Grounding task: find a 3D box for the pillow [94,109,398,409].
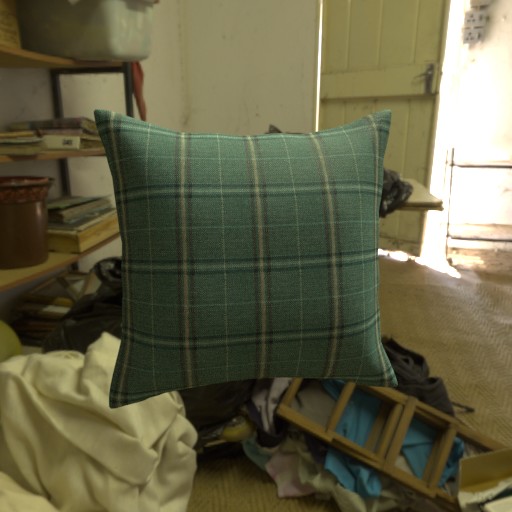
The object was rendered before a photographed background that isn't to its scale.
[{"bbox_3d":[0.000,0.000,0.674,0.453,0.430,0.200,-3,16,-9],"label":"pillow"}]
